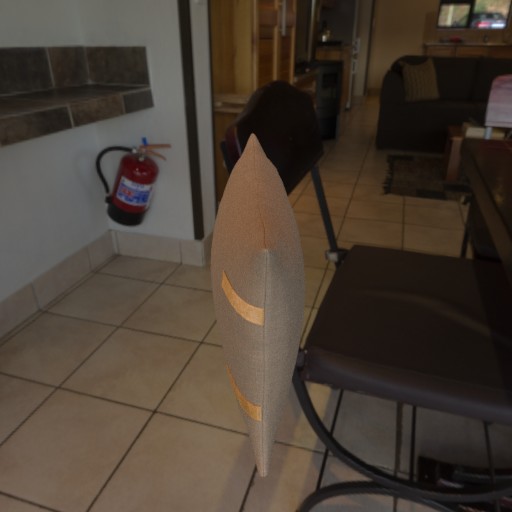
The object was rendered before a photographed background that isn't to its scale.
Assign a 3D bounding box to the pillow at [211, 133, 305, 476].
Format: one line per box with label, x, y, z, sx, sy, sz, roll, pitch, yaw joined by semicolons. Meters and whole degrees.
pillow;0.000;0.000;0.748;0.148;0.308;0.612;-1;26;-1
